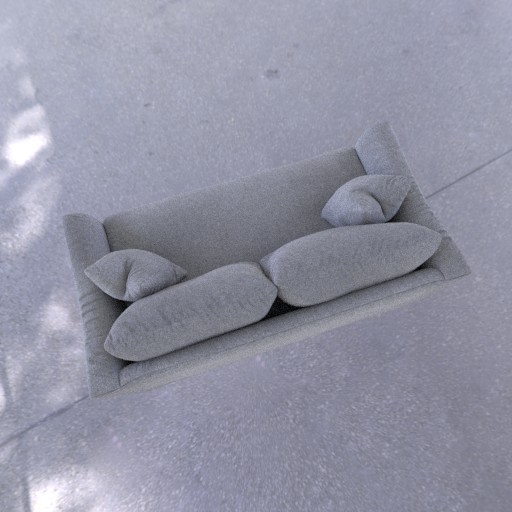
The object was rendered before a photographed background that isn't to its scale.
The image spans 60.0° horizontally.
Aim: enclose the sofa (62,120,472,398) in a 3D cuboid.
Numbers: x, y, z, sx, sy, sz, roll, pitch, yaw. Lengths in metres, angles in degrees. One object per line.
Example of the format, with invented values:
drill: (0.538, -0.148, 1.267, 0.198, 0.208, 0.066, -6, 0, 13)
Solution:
sofa: (0.000, 0.000, 2.642, 2.010, 1.018, 1.072, -17, 75, -5)
